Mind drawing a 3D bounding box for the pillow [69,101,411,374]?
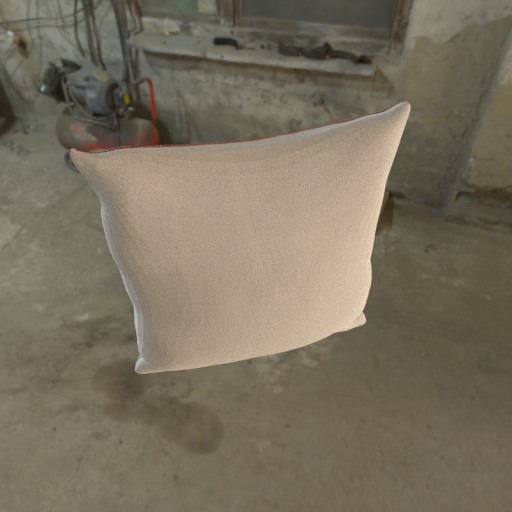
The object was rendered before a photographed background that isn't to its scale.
[{"bbox_3d":[0.000,0.000,0.682,0.440,0.441,0.182,-11,43,-12],"label":"pillow"}]
